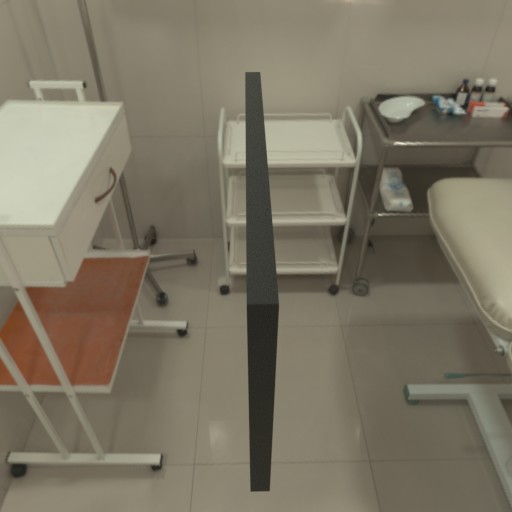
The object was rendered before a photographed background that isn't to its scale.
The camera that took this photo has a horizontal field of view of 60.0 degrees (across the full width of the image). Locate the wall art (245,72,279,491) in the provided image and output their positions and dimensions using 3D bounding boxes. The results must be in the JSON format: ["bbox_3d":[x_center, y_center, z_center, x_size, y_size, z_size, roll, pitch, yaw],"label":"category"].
[{"bbox_3d":[0.000,0.000,0.556,0.021,0.301,0.443,-1,41,-1],"label":"wall art"}]
